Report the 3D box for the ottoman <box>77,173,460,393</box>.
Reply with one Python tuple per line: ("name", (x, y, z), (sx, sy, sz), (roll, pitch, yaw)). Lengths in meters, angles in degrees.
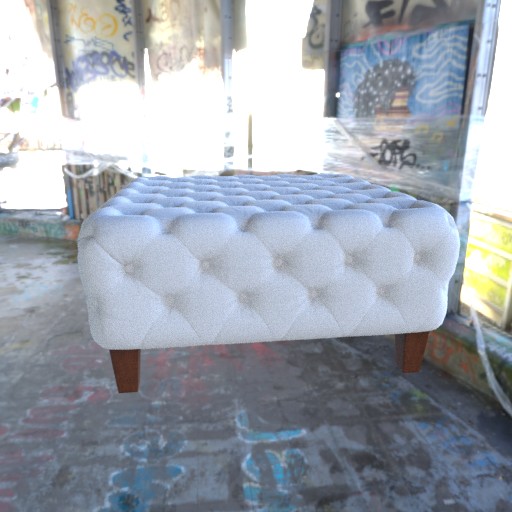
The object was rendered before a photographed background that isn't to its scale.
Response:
("ottoman", (0.000, 0.000, 1.211), (0.755, 0.376, 0.753), (-2, 17, -7))
